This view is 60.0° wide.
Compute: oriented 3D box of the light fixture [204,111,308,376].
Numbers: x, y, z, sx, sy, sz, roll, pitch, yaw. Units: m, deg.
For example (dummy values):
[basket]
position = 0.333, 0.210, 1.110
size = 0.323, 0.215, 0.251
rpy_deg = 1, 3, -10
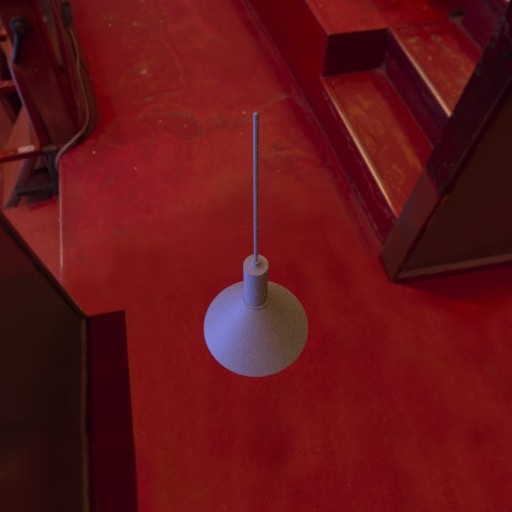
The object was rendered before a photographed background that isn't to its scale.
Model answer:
[light fixture]
position = 0.000, 0.000, 0.858
size = 0.267, 0.683, 0.267
rpy_deg = -12, 58, -8
